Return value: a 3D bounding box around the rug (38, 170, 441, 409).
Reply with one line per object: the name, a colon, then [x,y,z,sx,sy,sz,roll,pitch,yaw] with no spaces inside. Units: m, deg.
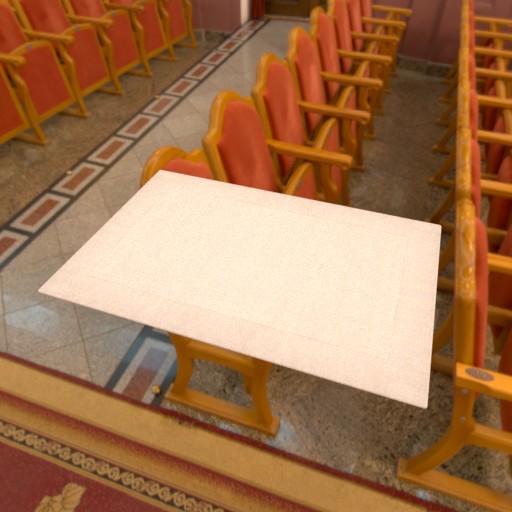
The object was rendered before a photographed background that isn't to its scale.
rug: [0.000,0.000,2.354,1.829,0.013,1.219,13,43,15]
